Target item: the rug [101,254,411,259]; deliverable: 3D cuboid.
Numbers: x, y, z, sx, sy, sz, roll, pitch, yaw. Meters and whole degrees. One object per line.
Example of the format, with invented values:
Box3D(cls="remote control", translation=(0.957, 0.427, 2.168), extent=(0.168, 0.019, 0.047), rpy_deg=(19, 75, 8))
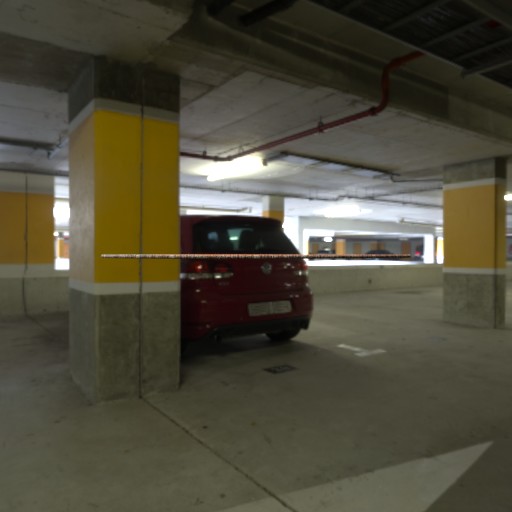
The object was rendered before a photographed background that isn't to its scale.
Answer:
Box3D(cls="rug", translation=(0.000, 0.000, 2.295), extent=(1.514, 0.015, 1.514), rpy_deg=(0, 0, 0))
